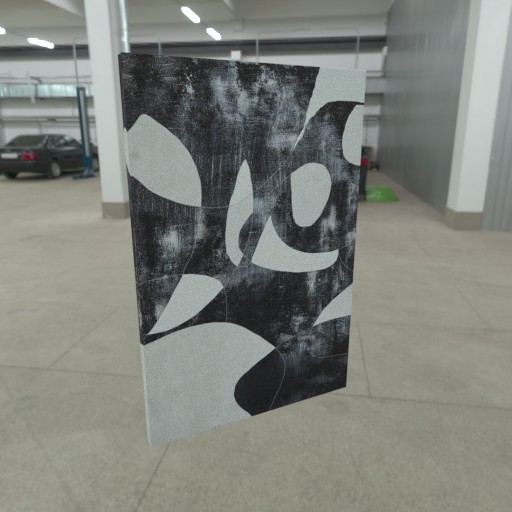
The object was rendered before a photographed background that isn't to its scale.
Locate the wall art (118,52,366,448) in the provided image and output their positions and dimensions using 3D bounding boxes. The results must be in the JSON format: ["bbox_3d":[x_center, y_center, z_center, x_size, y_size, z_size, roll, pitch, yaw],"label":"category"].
[{"bbox_3d":[0.000,0.000,1.139,0.610,0.915,0.041,-8,18,-26],"label":"wall art"}]
